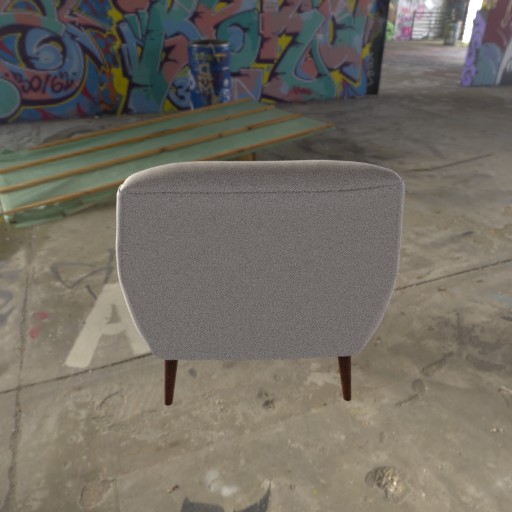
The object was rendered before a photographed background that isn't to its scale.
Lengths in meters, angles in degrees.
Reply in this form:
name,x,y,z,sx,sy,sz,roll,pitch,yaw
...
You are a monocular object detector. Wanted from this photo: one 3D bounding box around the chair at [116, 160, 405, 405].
name,x,y,z,sx,sy,sz,roll,pitch,yaw
chair,0.000,0.000,1.461,0.762,0.838,0.787,-1,30,-2
